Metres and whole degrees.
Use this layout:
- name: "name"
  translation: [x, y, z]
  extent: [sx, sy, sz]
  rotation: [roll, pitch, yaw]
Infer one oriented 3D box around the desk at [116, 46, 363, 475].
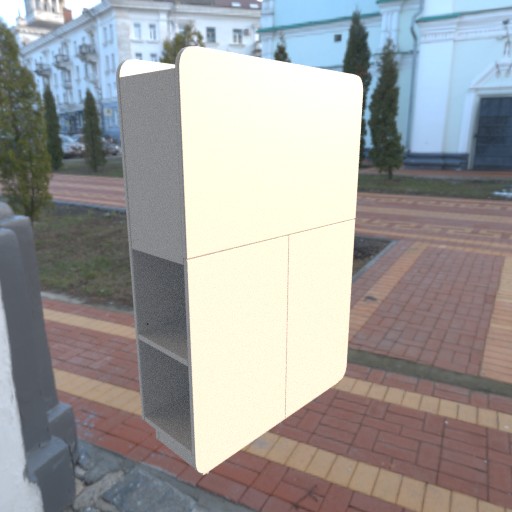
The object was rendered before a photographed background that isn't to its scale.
- name: "desk"
  translation: [0.000, 0.000, 1.510]
  extent: [0.278, 1.190, 0.795]
  rotation: [14, 21, 42]
